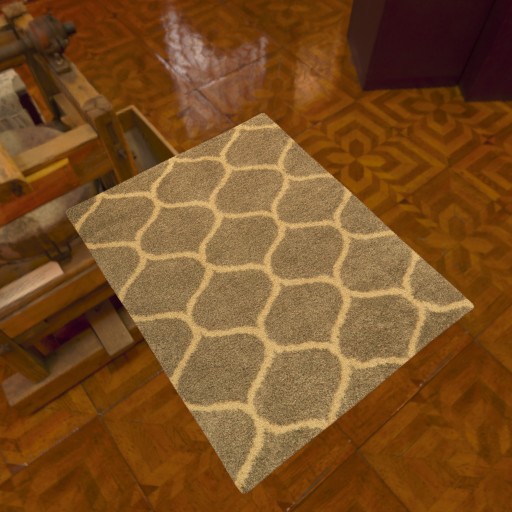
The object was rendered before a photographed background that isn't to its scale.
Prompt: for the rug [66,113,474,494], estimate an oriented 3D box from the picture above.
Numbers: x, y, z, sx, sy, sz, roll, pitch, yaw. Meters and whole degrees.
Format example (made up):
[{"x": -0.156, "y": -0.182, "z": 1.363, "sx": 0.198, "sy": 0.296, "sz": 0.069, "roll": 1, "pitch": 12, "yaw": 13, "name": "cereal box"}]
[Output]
[{"x": 0.000, "y": 0.000, "z": 4.010, "sx": 2.399, "sy": 0.026, "sz": 3.000, "roll": -32, "pitch": 63, "yaw": -18, "name": "rug"}]
